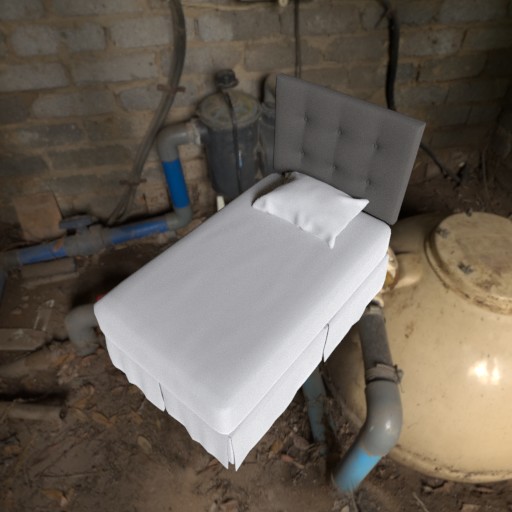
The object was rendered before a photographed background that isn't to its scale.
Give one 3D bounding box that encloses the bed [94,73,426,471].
[{"bbox_3d":[0.000,0.000,3.029,1.261,1.571,1.997,31,53,26],"label":"bed"}]
